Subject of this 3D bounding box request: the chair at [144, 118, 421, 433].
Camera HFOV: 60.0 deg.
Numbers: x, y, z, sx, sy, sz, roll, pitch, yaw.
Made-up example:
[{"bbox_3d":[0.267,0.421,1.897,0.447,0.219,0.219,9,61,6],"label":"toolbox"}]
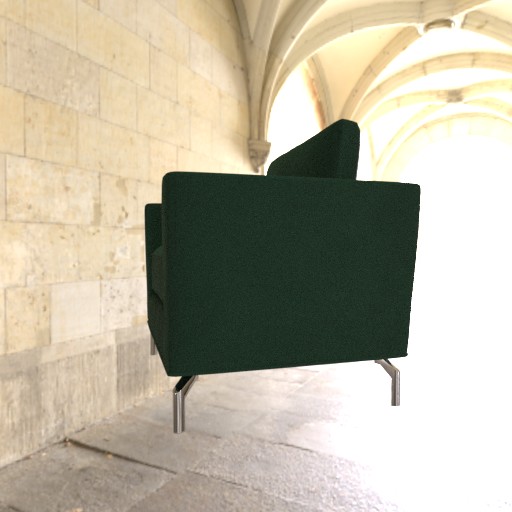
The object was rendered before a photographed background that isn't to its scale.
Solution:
[{"bbox_3d":[0.000,0.000,1.850,0.852,0.997,1.047,0,1,-17],"label":"chair"}]
